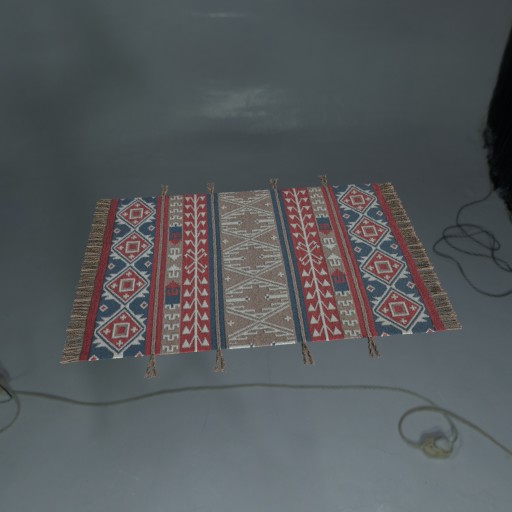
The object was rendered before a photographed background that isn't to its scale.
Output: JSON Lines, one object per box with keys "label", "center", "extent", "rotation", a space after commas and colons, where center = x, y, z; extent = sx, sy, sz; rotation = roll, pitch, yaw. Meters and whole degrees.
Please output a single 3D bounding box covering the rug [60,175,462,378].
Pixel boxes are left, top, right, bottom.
{"label": "rug", "center": [0.000, 0.000, 2.610], "extent": [2.025, 0.040, 1.469], "rotation": [-4, 47, -4]}
